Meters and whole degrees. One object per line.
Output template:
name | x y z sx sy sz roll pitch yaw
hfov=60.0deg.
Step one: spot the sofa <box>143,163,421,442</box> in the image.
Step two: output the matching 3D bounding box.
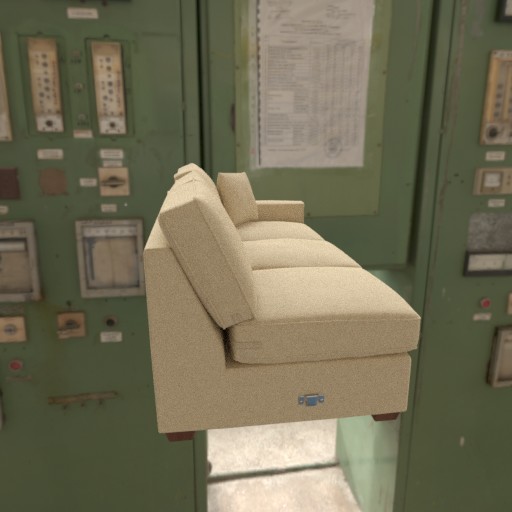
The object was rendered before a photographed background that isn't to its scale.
sofa | 0.000 0.000 2.526 1.034 0.946 1.963 -2 15 -8
